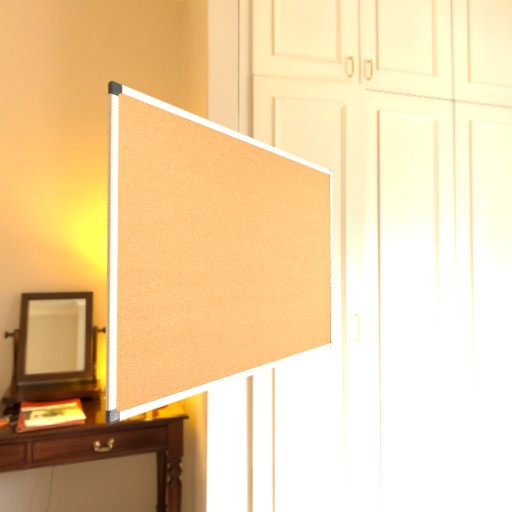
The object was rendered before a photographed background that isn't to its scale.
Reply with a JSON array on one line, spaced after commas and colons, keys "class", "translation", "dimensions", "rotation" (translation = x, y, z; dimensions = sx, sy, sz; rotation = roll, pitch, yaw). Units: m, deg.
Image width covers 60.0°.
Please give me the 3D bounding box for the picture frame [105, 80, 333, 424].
[{"class": "picture frame", "translation": [0.000, 0.000, 1.137], "dimensions": [0.010, 0.600, 0.900], "rotation": [-1, -2, 35]}]
